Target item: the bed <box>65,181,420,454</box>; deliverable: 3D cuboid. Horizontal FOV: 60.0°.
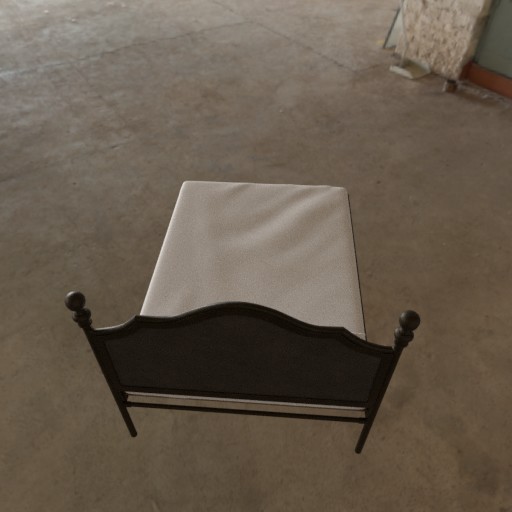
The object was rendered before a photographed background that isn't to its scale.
[{"bbox_3d":[0.000,0.000,3.291,1.642,1.499,2.224,3,45,3],"label":"bed"}]
